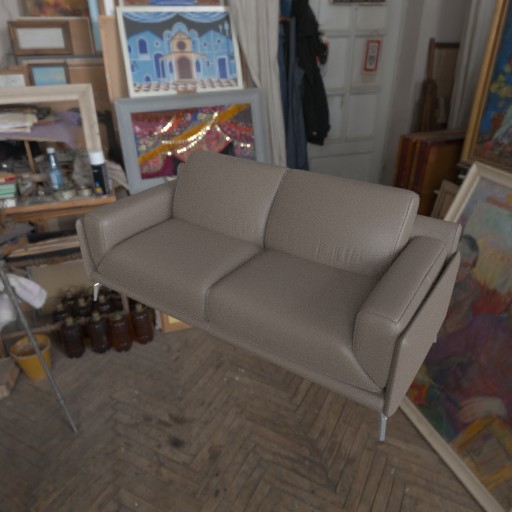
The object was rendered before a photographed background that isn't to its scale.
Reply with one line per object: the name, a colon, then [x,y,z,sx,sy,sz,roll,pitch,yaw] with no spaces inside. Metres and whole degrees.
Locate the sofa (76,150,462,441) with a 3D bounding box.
sofa: [0.000,0.000,2.630,2.101,0.930,1.049,18,33,30]
